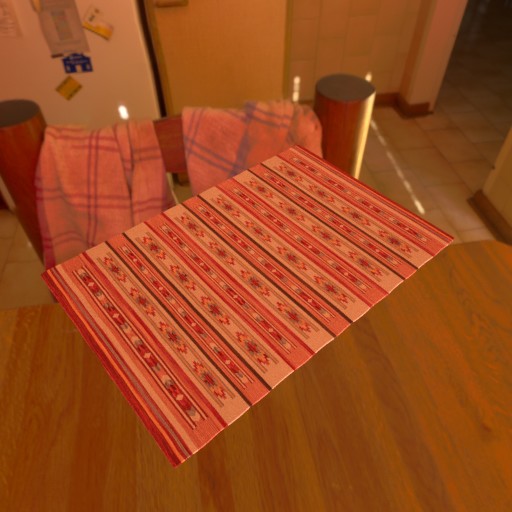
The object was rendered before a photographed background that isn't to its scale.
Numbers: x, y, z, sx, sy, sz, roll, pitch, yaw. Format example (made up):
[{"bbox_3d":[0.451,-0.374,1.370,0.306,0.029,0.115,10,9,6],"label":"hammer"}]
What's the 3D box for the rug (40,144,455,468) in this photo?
[{"bbox_3d":[0.000,0.000,2.317,1.817,0.008,1.223,-32,54,-27],"label":"rug"}]
